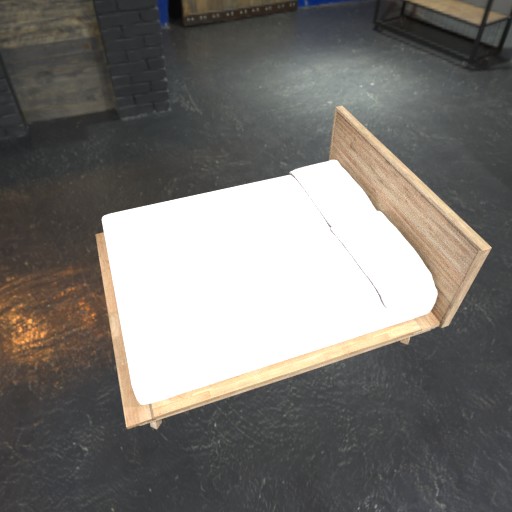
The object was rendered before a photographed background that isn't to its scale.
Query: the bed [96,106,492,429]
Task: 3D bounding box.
[{"bbox_3d":[0.000,0.000,3.149,2.145,1.071,1.759,-14,47,-14],"label":"bed"}]
